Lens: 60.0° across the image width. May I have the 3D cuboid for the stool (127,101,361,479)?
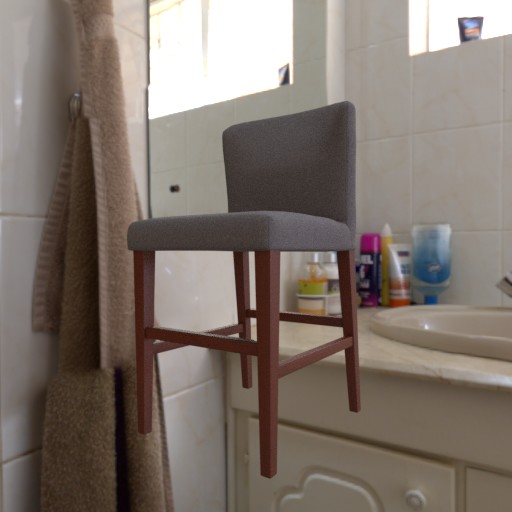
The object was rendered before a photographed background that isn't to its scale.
[{"bbox_3d":[0.000,0.000,1.297,0.481,0.968,0.568,0,1,35],"label":"stool"}]
